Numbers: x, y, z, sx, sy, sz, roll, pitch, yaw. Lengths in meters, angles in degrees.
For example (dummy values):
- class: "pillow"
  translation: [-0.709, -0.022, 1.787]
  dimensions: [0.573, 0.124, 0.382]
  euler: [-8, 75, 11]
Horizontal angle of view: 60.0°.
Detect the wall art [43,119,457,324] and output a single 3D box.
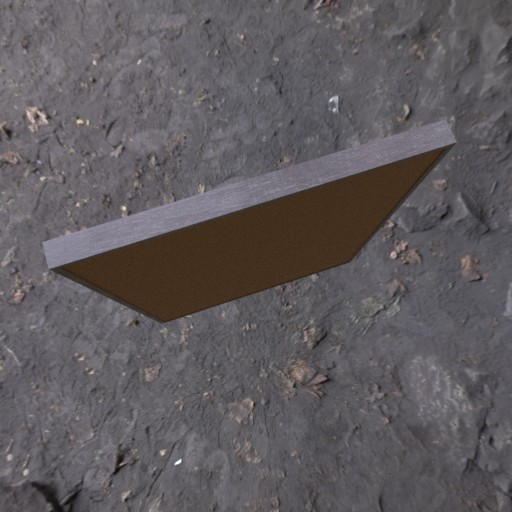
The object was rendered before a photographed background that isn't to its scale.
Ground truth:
- class: "wall art"
  translation: [0.000, 0.000, 0.690]
  dimensions: [0.421, 0.521, 0.032]
  euler: [-18, 76, -5]
